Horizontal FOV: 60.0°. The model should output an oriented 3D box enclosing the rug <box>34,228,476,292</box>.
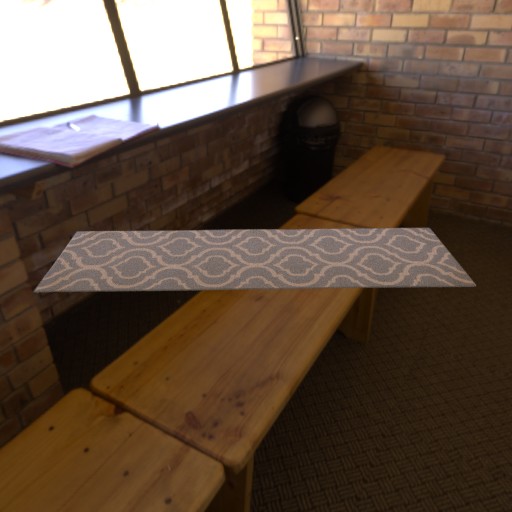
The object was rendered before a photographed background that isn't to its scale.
[{"bbox_3d":[0.000,0.000,2.566,2.275,0.009,0.684,-1,30,-1],"label":"rug"}]
